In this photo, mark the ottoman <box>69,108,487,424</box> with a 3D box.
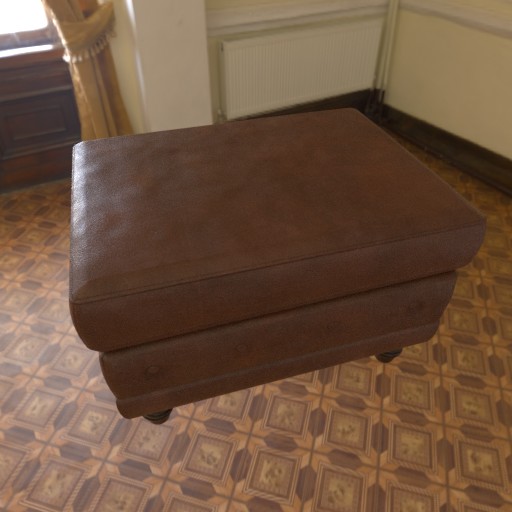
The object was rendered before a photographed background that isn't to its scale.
[{"bbox_3d":[0.000,0.000,1.125,0.795,0.509,0.588,-11,42,-13],"label":"ottoman"}]
